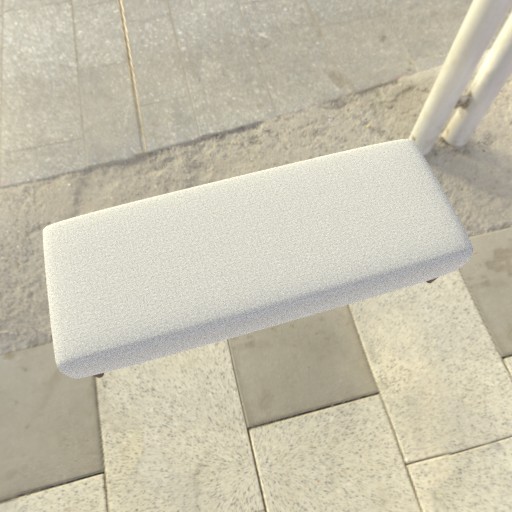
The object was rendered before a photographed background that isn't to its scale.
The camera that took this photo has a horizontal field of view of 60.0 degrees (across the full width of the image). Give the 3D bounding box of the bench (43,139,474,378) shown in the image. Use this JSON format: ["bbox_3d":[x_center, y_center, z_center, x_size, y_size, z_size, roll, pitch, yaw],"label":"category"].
[{"bbox_3d":[0.000,0.000,1.868,1.598,0.383,0.631,-15,65,-7],"label":"bench"}]
